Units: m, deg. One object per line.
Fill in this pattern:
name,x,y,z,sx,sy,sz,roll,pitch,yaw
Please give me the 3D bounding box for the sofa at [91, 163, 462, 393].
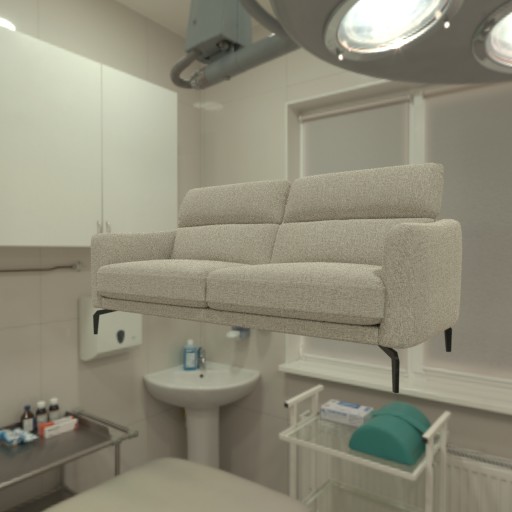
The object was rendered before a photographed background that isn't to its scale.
sofa,0.000,0.000,2.452,2.015,0.956,0.856,1,1,36
